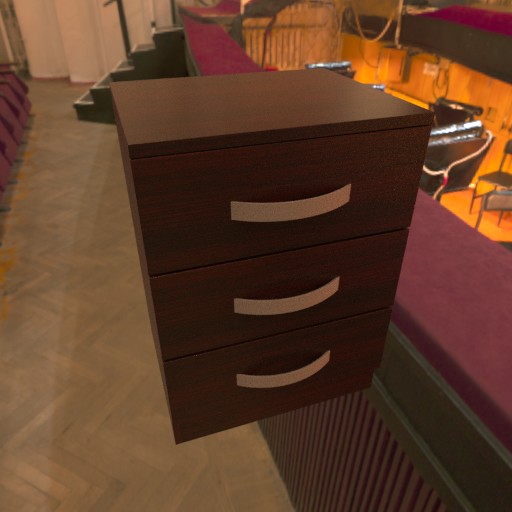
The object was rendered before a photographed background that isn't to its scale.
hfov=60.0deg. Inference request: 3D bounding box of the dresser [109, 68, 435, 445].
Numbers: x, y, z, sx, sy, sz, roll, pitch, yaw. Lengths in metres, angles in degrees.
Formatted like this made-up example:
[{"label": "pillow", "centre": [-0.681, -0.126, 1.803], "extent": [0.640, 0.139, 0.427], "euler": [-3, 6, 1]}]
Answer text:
[{"label": "dresser", "centre": [0.000, 0.000, 0.810], "extent": [0.400, 0.560, 0.360], "euler": [-11, 34, -16]}]
